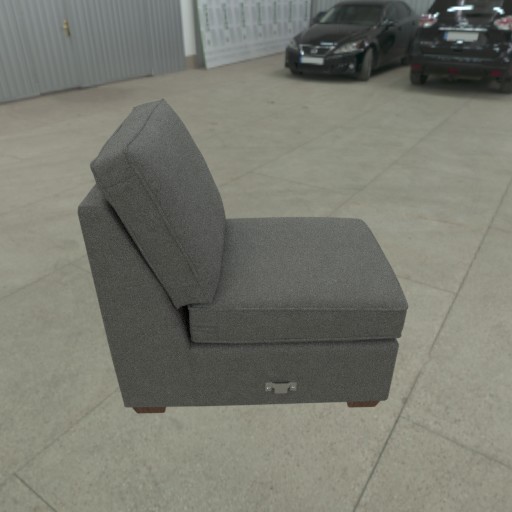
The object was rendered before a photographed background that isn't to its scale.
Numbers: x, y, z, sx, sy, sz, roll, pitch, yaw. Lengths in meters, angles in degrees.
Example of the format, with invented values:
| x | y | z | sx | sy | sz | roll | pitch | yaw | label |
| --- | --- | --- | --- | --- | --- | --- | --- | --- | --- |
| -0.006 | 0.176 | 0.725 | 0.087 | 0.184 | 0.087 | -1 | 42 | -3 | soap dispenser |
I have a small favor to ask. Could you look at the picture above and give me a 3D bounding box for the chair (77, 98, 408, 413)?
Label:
| x | y | z | sx | sy | sz | roll | pitch | yaw | label |
| --- | --- | --- | --- | --- | --- | --- | --- | --- | --- |
| 0.000 | 0.000 | 1.564 | 0.938 | 0.970 | 0.621 | -1 | 31 | -1 | chair |
